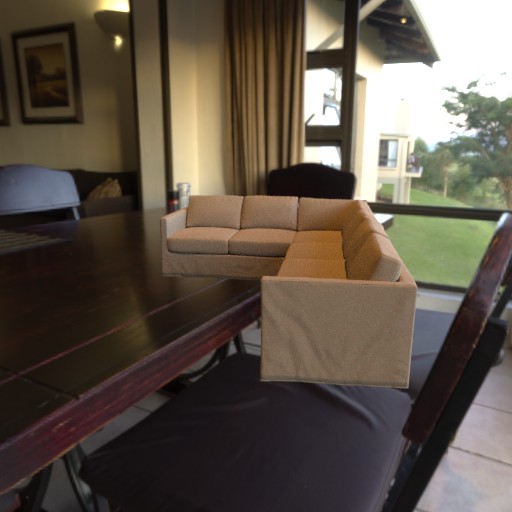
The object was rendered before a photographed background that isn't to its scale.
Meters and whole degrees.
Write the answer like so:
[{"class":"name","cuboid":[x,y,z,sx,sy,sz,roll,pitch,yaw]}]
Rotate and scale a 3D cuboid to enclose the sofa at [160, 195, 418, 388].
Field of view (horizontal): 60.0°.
[{"class":"sofa","cuboid":[0.000,0.000,4.316,2.432,0.871,3.182,2,14,9]}]
